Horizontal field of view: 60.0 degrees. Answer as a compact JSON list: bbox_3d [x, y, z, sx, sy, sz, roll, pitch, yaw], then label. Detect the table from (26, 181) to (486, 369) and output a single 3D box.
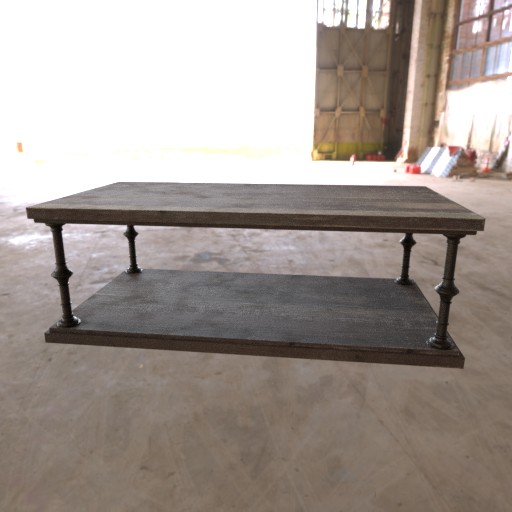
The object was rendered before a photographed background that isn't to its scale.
[{"bbox_3d":[0.000,0.000,1.356,1.088,0.373,0.554,2,16,7],"label":"table"}]
